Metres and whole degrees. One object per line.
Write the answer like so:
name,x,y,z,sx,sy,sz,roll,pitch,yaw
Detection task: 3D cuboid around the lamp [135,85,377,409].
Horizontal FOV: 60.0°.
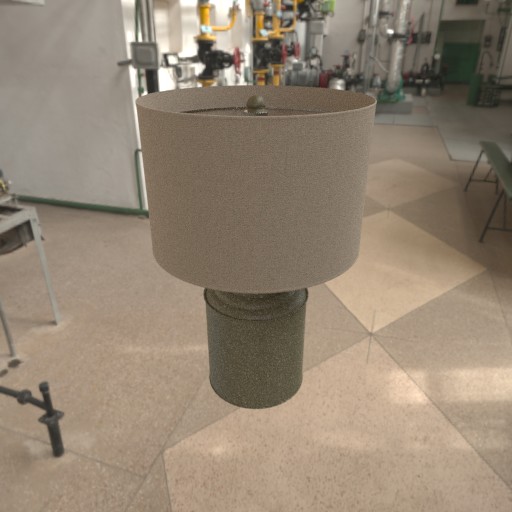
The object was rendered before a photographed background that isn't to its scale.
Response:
lamp,0.000,0.000,0.707,0.318,0.486,0.318,0,27,0
